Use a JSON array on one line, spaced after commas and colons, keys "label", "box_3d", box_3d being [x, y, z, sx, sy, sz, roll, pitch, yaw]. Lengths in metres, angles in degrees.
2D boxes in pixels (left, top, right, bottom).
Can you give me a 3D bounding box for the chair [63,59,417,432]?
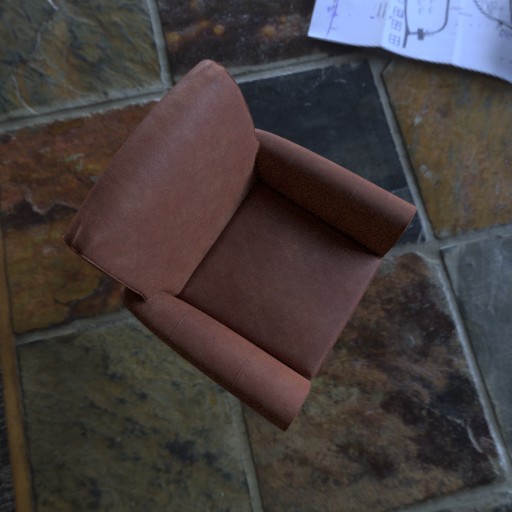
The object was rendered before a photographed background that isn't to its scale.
[{"label": "chair", "box_3d": [0.000, 0.000, 1.754, 0.902, 1.061, 0.978, 32, 78, 8]}]
